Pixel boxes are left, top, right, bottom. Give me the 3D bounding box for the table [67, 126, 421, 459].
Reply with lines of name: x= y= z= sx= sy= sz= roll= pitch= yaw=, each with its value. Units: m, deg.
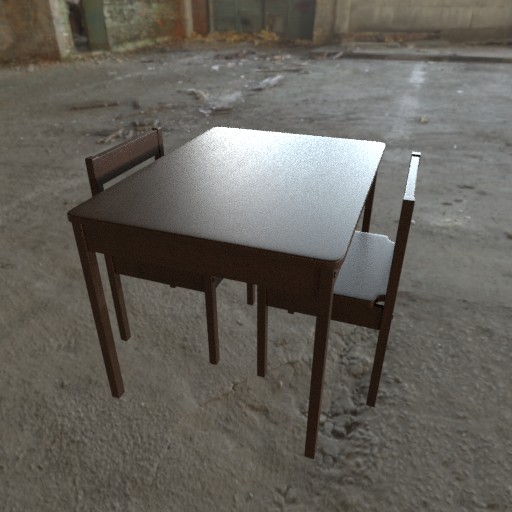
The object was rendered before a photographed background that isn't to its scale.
table: x=0.000 y=0.000 z=1.082 sx=0.672 sy=0.503 sz=0.650 roll=10 pitch=32 yaw=17
